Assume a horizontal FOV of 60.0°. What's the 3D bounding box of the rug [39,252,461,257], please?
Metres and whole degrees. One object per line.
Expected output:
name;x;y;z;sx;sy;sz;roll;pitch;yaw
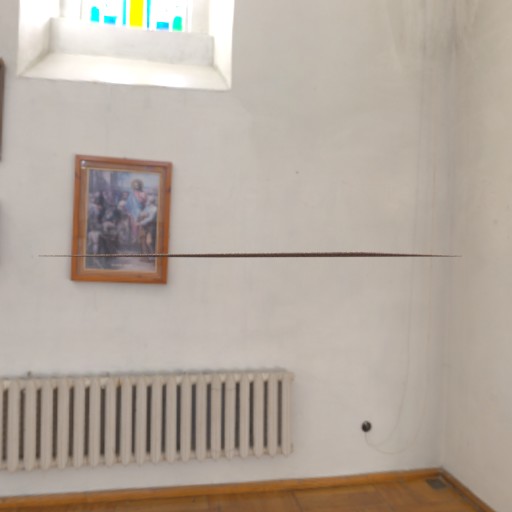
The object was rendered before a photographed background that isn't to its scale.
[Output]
rug;0.000;0.000;4.084;3.046;0.008;2.442;0;-1;35
